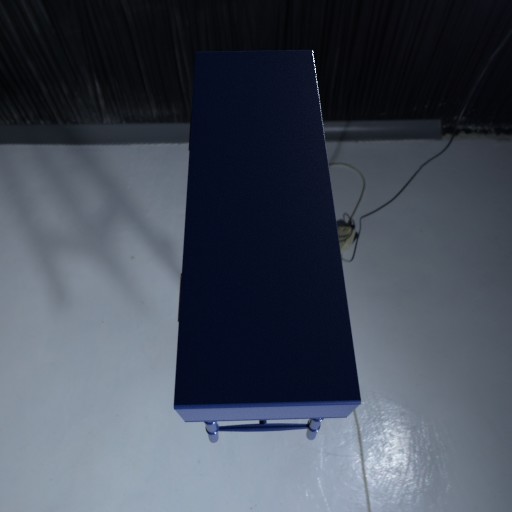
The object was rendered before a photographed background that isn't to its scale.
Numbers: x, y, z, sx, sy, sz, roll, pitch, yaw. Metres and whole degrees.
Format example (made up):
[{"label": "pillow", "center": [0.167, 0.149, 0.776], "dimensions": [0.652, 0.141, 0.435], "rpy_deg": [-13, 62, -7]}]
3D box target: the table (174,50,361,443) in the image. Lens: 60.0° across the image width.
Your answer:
[{"label": "table", "center": [0.000, 0.000, 1.494], "dimensions": [0.399, 0.749, 1.118], "rpy_deg": [-1, 61, -1]}]
